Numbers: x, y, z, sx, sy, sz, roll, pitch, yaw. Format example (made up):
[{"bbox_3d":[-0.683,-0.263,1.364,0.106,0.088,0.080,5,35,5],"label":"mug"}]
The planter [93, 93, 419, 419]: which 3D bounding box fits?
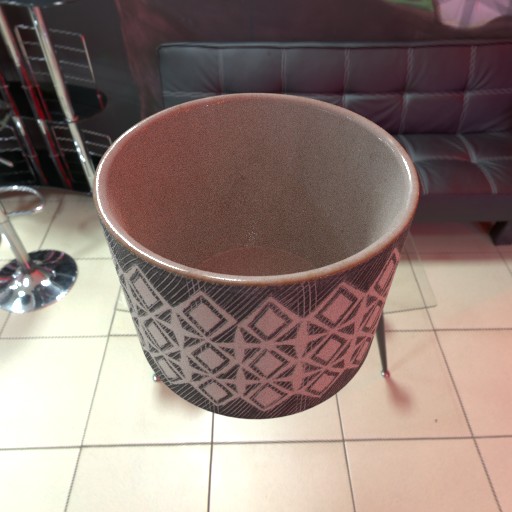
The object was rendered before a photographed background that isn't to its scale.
[{"bbox_3d":[0.000,0.000,0.214,0.126,0.104,0.126,0,45,0],"label":"planter"}]
